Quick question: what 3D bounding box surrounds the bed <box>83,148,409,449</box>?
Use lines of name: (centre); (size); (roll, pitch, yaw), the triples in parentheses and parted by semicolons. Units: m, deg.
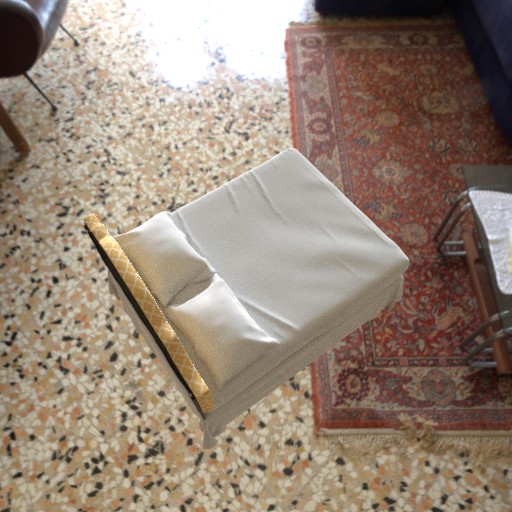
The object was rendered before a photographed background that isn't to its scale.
bed: (0.000, 0.000, 3.536); (2.222, 1.633, 1.780); (-32, 64, -17)
